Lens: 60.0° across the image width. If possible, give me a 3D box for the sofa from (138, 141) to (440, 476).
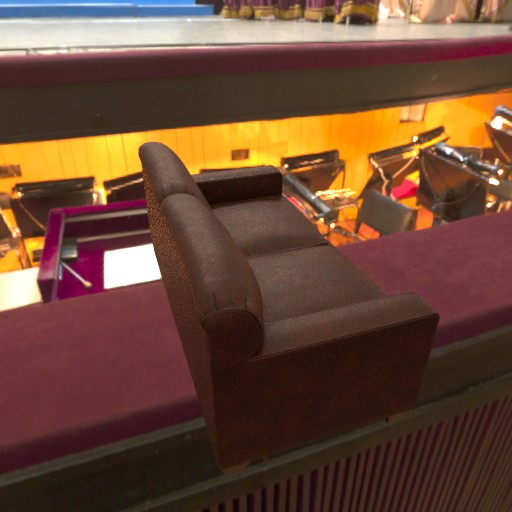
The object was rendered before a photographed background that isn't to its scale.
[{"bbox_3d":[0.000,0.000,2.454,1.000,0.966,1.856,-10,33,-16],"label":"sofa"}]
